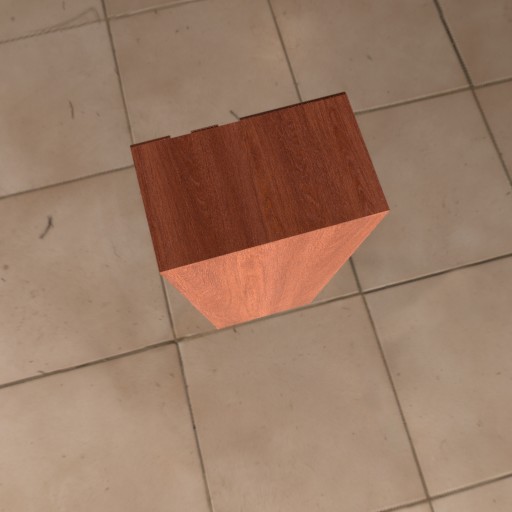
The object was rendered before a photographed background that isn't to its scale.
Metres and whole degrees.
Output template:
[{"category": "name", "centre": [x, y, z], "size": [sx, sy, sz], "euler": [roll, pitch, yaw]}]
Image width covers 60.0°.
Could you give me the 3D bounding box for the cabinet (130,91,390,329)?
[{"category": "cabinet", "centre": [0.000, 0.000, 2.227], "size": [0.660, 1.980, 0.420], "euler": [-15, 77, -4]}]
